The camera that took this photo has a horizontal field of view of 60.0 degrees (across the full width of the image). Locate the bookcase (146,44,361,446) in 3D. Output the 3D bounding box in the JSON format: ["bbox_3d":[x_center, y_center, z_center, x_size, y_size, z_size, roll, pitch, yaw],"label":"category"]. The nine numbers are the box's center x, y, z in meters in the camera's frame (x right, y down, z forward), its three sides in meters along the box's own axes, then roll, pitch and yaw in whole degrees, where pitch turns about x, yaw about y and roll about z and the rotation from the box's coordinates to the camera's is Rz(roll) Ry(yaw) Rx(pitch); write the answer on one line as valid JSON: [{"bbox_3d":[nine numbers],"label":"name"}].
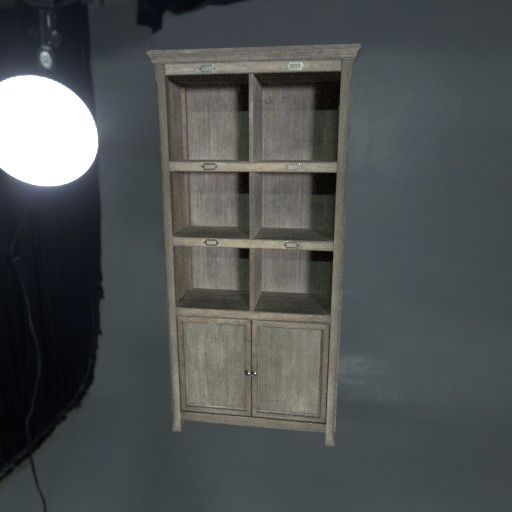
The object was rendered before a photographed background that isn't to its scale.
[{"bbox_3d":[0.000,0.000,2.233,0.906,1.880,0.348,2,14,8],"label":"bookcase"}]
